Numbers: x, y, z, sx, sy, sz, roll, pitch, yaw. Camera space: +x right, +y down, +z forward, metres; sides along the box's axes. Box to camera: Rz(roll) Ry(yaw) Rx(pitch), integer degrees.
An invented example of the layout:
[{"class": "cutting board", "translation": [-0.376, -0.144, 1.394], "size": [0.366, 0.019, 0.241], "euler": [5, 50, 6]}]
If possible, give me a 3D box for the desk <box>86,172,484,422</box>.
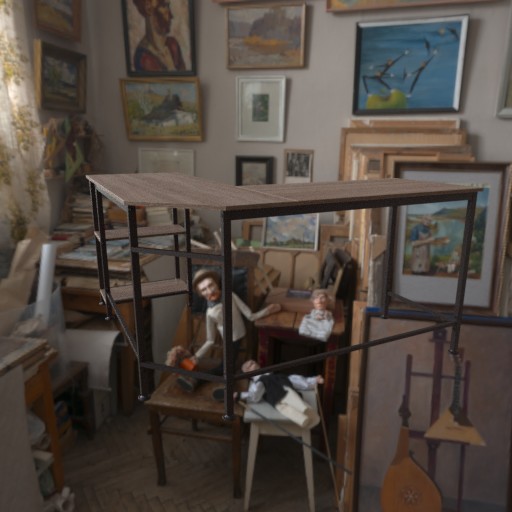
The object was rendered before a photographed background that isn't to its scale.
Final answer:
[{"class": "desk", "translation": [0.000, 0.000, 2.195], "size": [1.379, 0.739, 1.379], "euler": [-7, 17, -25]}]
